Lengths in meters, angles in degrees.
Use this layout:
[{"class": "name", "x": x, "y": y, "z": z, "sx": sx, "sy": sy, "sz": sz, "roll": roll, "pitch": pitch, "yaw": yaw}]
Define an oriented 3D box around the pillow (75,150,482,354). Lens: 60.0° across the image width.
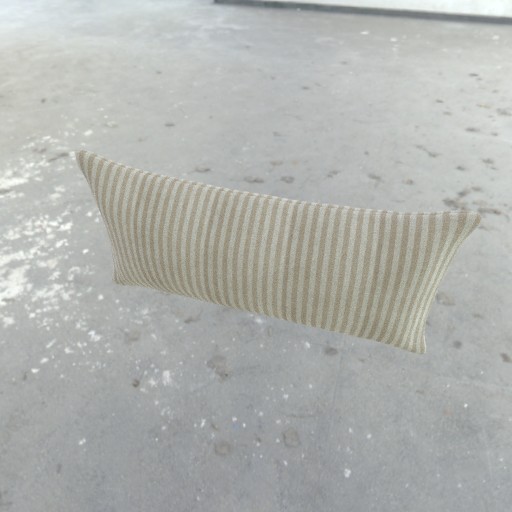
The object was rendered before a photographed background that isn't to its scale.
[{"class": "pillow", "x": 0.000, "y": 0.000, "z": 0.739, "sx": 0.617, "sy": 0.295, "sz": 0.151, "roll": 11, "pitch": 41, "yaw": 13}]
